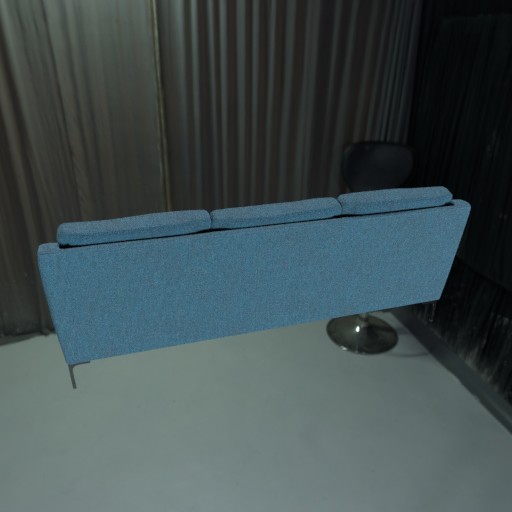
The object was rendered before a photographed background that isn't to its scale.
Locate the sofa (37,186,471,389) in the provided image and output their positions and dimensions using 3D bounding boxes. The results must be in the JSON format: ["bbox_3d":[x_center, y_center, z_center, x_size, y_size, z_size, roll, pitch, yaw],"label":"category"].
[{"bbox_3d":[0.000,0.000,2.482,2.060,0.837,0.849,-7,26,-15],"label":"sofa"}]
